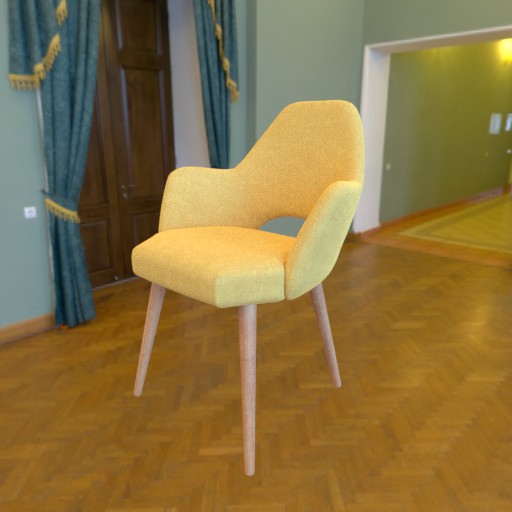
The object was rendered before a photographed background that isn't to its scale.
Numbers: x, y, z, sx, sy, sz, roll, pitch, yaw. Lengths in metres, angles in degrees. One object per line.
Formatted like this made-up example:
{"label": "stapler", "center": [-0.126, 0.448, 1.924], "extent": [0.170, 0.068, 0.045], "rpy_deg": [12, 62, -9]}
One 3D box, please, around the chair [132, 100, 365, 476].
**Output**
{"label": "chair", "center": [0.000, 0.000, 1.240], "extent": [0.590, 0.840, 0.610], "rpy_deg": [15, 22, 41]}
